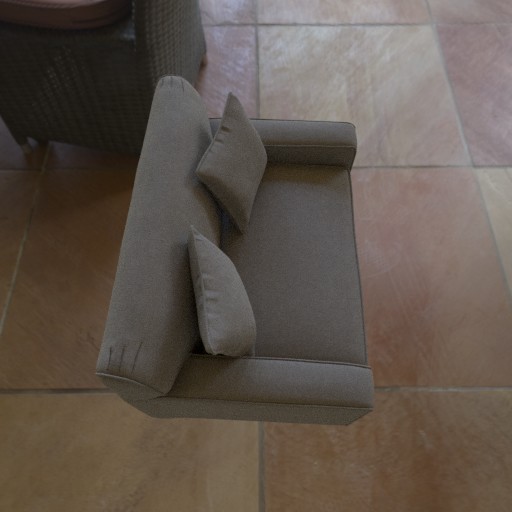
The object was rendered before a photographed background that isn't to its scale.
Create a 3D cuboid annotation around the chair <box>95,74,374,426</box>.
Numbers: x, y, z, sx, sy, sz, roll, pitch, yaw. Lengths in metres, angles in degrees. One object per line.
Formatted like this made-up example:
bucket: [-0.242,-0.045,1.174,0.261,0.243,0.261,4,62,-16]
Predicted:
chair: [0.000,0.000,2.059,0.992,0.953,1.395,2,63,1]
